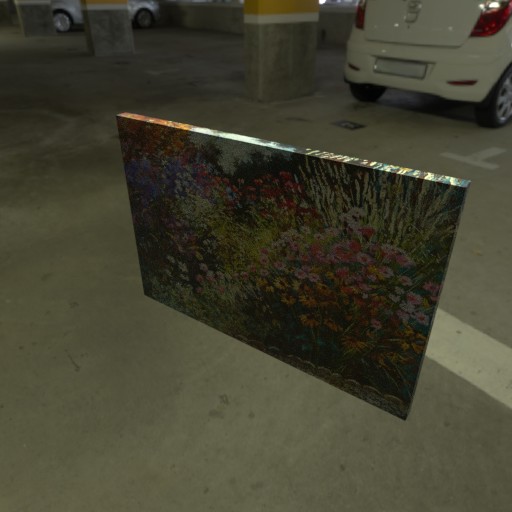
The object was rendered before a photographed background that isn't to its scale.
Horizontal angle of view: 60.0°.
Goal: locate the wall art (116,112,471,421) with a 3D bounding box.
[{"bbox_3d":[0.000,0.000,1.155,0.908,0.604,0.037,20,36,29],"label":"wall art"}]
